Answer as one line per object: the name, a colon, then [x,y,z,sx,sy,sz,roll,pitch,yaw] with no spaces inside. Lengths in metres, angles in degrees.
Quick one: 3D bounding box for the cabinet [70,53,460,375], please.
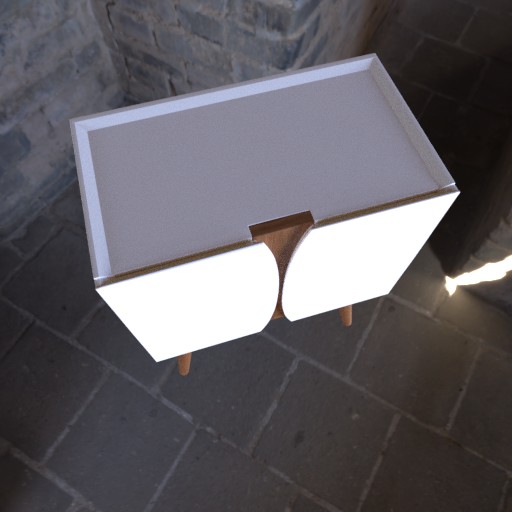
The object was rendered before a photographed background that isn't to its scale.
cabinet: [0.000,0.000,1.097,0.591,0.772,0.344,-15,64,-8]
